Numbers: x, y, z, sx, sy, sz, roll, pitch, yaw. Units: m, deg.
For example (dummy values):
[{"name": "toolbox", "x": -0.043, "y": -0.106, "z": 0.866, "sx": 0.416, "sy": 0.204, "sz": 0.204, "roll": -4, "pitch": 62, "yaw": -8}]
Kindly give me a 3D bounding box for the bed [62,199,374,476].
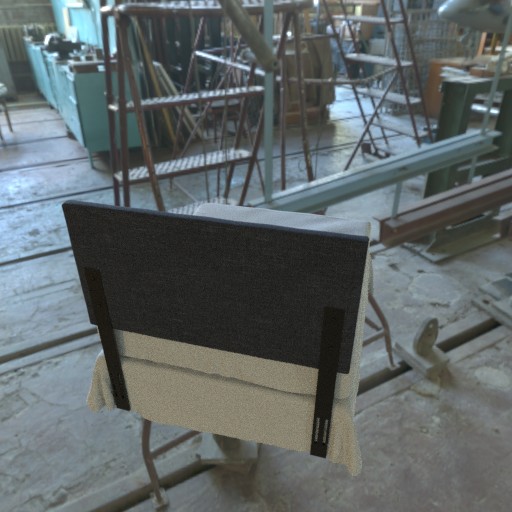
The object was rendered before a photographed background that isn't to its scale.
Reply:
[{"name": "bed", "x": 0.000, "y": 0.000, "z": 3.434, "sx": 1.936, "sy": 1.577, "sz": 2.222, "roll": 8, "pitch": 32, "yaw": 13}]
